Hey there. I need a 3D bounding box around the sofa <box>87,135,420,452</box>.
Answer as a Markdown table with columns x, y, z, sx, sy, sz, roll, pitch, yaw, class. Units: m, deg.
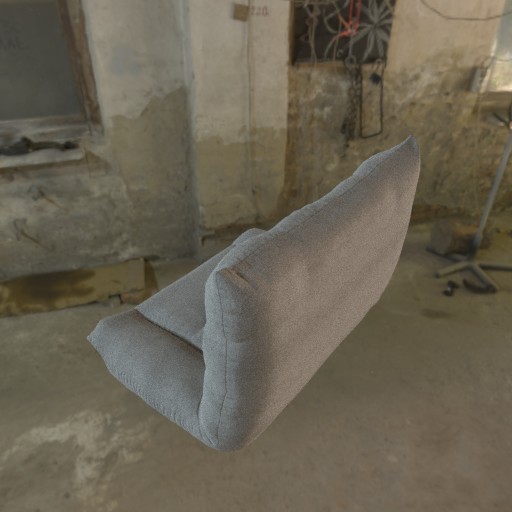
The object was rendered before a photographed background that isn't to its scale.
| x | y | z | sx | sy | sz | roll | pitch | yaw | class |
| --- | --- | --- | --- | --- | --- | --- | --- | --- | --- |
| 0.000 | 0.000 | 1.726 | 0.847 | 0.795 | 1.144 | 23 | 39 | 31 | sofa |
